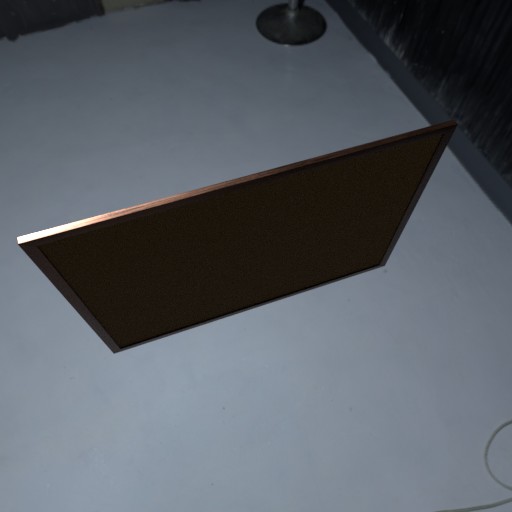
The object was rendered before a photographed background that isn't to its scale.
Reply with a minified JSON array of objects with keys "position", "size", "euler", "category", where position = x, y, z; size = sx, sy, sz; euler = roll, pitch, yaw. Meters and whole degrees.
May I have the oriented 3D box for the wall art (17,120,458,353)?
[{"position":[0.000,0.000,1.025],"size":[0.816,0.559,0.014],"euler":[-17,61,-10],"category":"wall art"}]
